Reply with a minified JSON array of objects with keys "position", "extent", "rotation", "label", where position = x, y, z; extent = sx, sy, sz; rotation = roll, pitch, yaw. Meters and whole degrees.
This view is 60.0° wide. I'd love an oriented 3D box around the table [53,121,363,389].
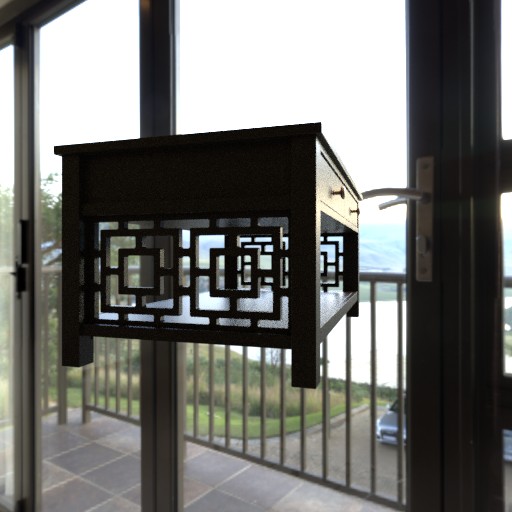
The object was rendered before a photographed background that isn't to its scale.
[{"position":[0.000,0.000,1.405],"extent":[0.612,0.493,1.068],"rotation":[0,0,17],"label":"table"}]
